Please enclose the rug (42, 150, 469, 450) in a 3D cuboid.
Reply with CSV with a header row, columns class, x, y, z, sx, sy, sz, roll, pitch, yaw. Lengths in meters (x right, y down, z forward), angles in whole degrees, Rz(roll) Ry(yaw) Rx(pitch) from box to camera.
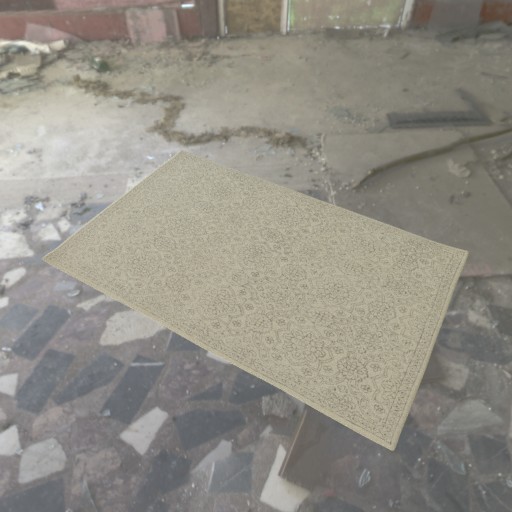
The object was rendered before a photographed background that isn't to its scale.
class,x,y,z,sx,sy,sz,roll,pitch,yaw
rug,0.000,0.000,2.374,1.947,0.023,1.214,24,51,21
